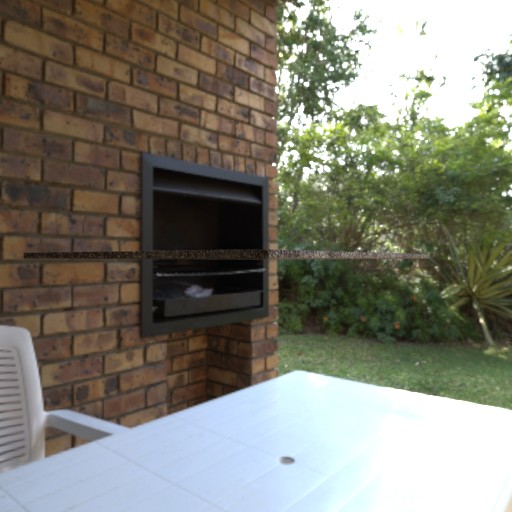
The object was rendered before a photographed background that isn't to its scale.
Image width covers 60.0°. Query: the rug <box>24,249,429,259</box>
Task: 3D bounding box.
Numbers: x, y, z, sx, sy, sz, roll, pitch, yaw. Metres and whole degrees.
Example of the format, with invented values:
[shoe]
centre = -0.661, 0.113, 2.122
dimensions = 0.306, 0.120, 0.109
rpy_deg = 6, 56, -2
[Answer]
[rug]
centre = 0.000, 0.000, 2.114
dimensions = 1.198, 0.025, 1.601
rpy_deg = 0, 0, 35
